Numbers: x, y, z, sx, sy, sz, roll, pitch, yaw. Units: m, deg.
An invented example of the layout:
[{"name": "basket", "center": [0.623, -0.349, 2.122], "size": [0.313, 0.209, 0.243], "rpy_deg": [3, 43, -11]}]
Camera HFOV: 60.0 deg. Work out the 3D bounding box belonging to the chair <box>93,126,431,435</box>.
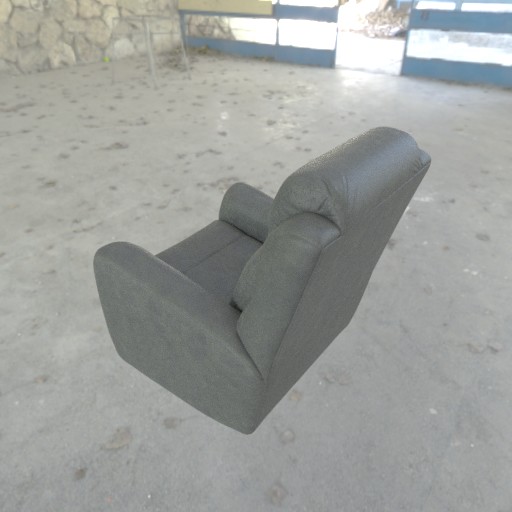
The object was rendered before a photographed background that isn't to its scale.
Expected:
[{"name": "chair", "center": [0.000, 0.000, 1.892], "size": [1.068, 1.116, 0.967], "rpy_deg": [22, 38, 31]}]
